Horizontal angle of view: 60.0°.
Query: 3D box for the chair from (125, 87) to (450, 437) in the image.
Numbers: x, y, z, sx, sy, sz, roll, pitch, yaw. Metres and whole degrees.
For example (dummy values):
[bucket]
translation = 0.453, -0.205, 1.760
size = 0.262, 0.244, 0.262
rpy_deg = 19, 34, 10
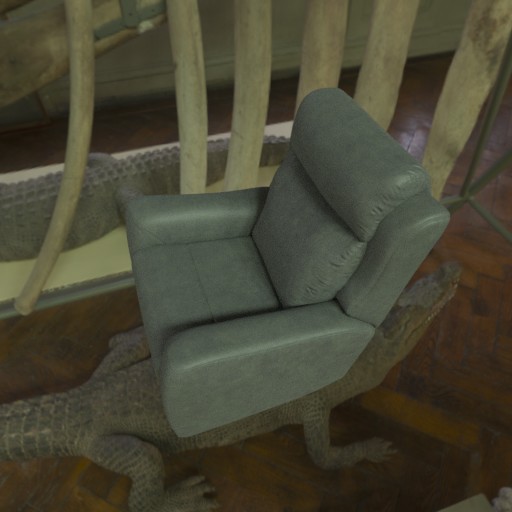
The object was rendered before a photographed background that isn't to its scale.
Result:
[chair]
translation = 0.000, 0.000, 1.911
size = 1.068, 1.116, 0.965
rpy_deg = -15, 49, -13
